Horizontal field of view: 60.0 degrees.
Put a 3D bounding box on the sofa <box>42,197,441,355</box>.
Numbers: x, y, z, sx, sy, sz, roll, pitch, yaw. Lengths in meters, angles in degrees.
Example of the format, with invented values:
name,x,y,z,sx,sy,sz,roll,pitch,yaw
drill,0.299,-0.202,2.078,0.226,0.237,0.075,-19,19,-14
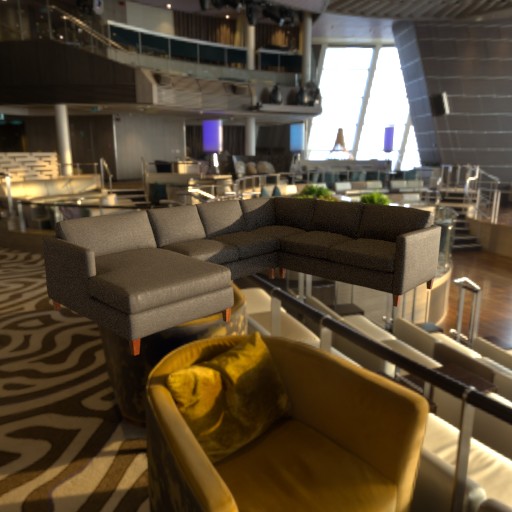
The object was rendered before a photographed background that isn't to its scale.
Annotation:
name,x,y,z,sx,sy,sz,roll,pitch,yaw
sofa,0.000,0.000,4.727,2.594,0.961,3.460,12,18,42
